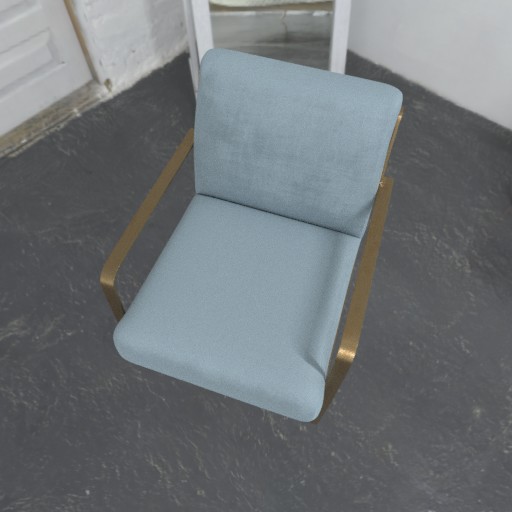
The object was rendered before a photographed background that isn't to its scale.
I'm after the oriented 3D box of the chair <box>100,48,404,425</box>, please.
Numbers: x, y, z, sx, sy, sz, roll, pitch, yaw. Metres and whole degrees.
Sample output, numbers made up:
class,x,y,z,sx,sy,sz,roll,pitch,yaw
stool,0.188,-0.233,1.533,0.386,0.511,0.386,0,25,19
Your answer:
class,x,y,z,sx,sy,sz,roll,pitch,yaw
chair,0.000,0.000,1.422,0.701,0.824,0.842,16,61,9
